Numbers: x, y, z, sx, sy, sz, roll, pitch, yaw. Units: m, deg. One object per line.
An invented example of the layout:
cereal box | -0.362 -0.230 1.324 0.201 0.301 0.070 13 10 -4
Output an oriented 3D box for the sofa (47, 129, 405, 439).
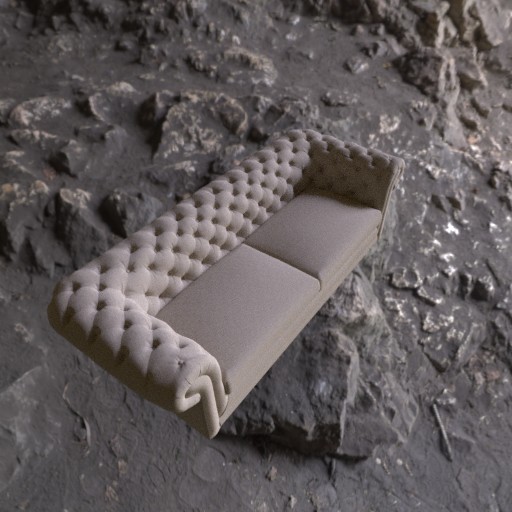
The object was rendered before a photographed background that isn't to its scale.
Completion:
sofa | 0.000 0.000 3.180 1.076 0.847 2.694 26 48 26
